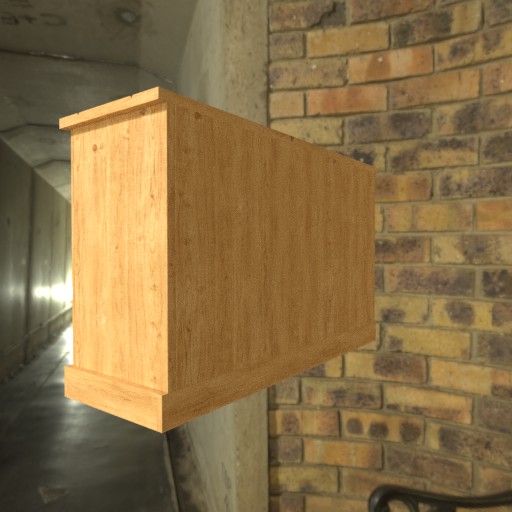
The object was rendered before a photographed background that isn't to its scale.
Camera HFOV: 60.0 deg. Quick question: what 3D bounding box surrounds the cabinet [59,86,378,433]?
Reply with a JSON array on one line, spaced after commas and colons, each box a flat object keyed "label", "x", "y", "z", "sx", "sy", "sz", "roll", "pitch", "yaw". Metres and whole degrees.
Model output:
[{"label": "cabinet", "x": 0.000, "y": 0.000, "z": 1.690, "sx": 0.432, "sy": 0.810, "sz": 1.321, "roll": 1, "pitch": 1, "yaw": 37}]
